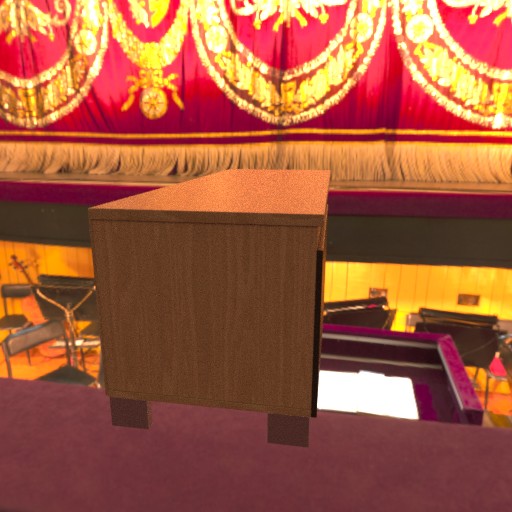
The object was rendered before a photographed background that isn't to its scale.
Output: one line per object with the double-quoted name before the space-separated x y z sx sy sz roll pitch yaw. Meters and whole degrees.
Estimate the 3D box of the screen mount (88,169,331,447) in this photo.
"screen mount" 0.000 0.000 1.302 0.406 0.432 1.084 2 15 9
